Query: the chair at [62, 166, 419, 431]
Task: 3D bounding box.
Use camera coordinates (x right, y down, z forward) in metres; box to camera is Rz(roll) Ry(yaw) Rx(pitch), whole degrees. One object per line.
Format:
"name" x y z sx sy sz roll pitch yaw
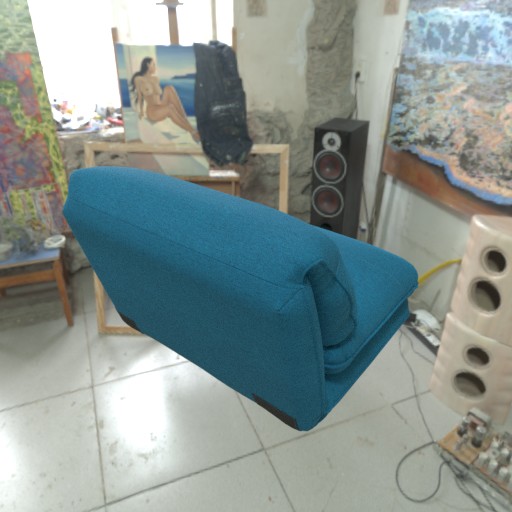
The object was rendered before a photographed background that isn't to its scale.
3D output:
"chair" 0.000 0.000 1.361 0.820 0.580 0.780 21 36 33
